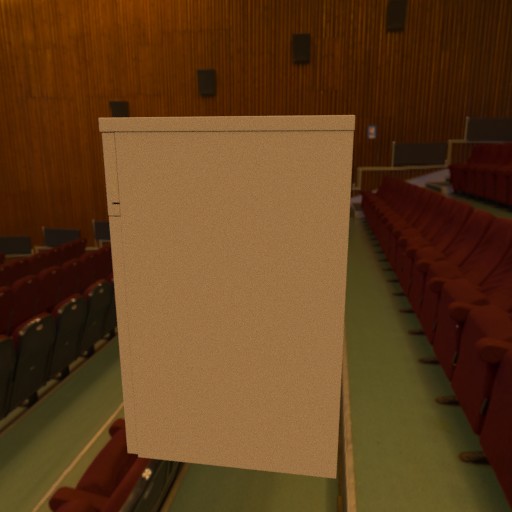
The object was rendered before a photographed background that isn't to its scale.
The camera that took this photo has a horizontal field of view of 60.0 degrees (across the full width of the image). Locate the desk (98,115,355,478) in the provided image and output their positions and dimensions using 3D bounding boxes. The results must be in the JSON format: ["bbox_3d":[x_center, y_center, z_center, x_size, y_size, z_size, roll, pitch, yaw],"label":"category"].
[{"bbox_3d":[0.000,0.000,1.310,0.482,0.730,0.898,2,14,9],"label":"desk"}]
